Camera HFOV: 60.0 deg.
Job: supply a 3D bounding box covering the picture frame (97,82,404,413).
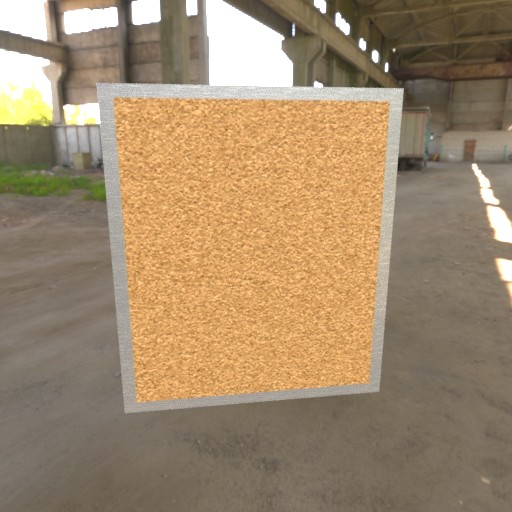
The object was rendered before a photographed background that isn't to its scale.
[{"bbox_3d":[0.000,0.000,0.528,0.327,0.378,0.027,-2,15,-8],"label":"picture frame"}]
